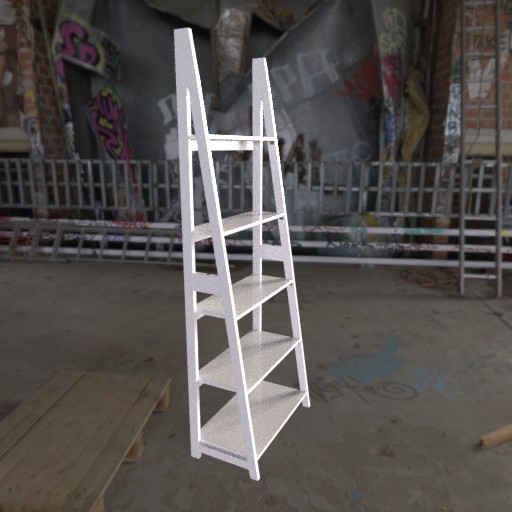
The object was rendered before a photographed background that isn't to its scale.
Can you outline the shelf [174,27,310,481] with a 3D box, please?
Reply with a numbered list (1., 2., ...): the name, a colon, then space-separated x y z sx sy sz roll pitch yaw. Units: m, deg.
1. shelf: 0.000 0.000 2.006 0.341 1.779 0.636 7 15 26
